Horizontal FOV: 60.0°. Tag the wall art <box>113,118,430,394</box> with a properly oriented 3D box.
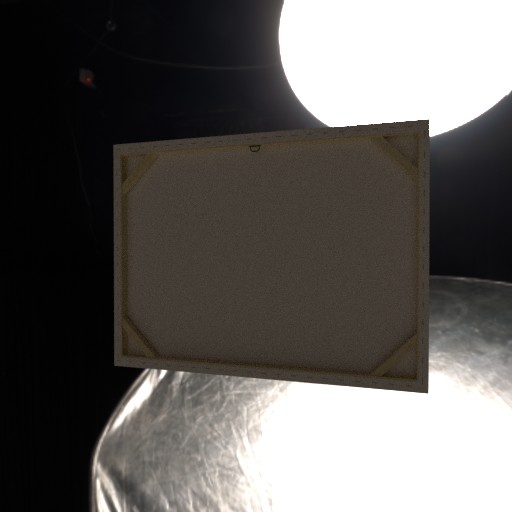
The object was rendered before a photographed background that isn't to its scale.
[{"bbox_3d":[0.000,0.000,1.396,1.016,0.762,0.038,0,1,17],"label":"wall art"}]
